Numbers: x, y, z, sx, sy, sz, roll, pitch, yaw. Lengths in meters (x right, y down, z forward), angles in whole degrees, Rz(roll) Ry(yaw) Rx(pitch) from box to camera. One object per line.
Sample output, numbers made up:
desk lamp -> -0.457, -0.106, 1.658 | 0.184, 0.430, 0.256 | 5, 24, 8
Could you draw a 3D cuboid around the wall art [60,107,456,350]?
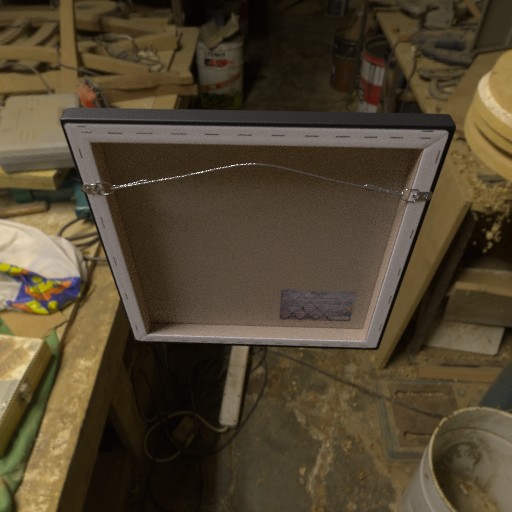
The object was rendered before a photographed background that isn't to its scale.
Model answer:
wall art -> 0.000, 0.000, 0.903 | 0.610, 0.611, 0.043 | 1, 45, 1
